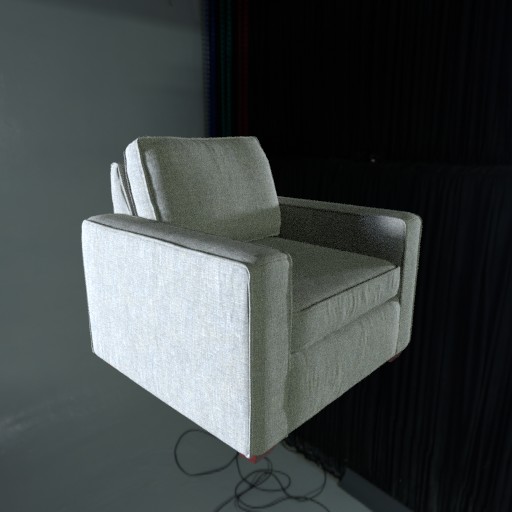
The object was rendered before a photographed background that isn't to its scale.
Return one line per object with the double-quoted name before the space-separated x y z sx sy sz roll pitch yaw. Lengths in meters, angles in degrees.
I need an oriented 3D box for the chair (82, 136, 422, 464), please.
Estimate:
"chair" 0.000 0.000 1.751 0.940 0.914 1.016 14 21 42
